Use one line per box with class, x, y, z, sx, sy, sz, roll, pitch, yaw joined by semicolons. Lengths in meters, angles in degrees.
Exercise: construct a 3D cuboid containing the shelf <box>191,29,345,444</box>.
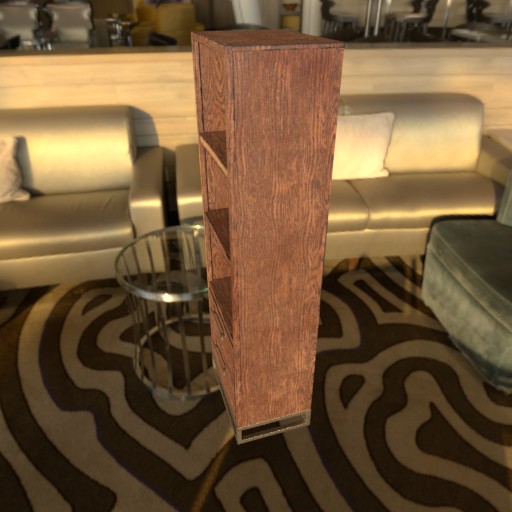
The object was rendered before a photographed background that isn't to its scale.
shelf;0.000;0.000;1.943;0.395;1.732;0.539;-9;32;-15
